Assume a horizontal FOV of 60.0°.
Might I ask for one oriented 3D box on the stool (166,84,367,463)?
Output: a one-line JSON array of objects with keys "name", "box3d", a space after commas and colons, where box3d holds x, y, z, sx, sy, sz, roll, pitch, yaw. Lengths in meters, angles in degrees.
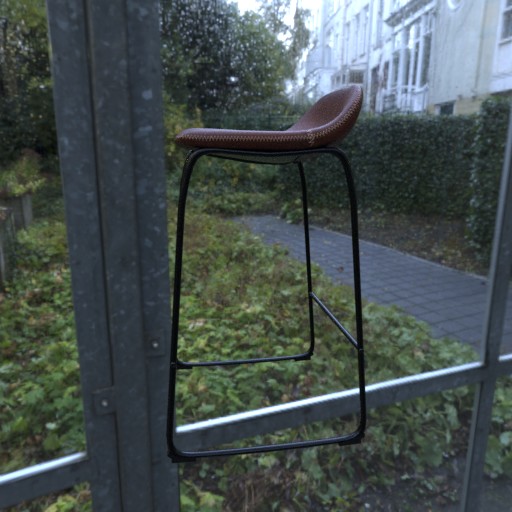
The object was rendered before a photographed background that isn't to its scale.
[{"name": "stool", "box3d": [0.000, 0.000, 1.143, 0.473, 0.830, 0.454, -2, 14, -9]}]
